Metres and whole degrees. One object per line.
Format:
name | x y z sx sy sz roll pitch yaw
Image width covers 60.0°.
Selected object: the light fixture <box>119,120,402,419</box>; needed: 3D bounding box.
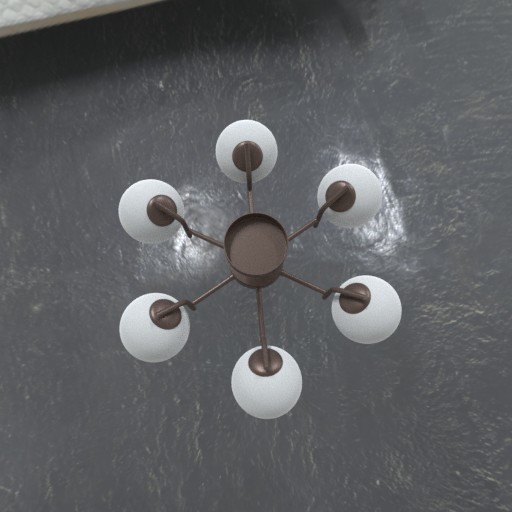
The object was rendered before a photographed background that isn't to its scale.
light fixture | 0.000 0.000 0.945 0.662 0.201 0.662 0 76 0
